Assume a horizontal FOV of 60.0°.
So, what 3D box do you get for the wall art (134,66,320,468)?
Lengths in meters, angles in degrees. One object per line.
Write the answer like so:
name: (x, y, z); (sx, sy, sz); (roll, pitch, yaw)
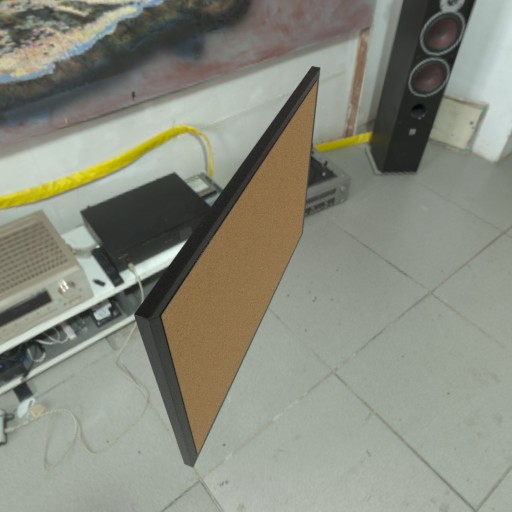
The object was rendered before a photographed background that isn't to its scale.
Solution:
wall art: (0.000, 0.000, 0.565); (0.013, 0.306, 0.440); (16, 49, 15)
